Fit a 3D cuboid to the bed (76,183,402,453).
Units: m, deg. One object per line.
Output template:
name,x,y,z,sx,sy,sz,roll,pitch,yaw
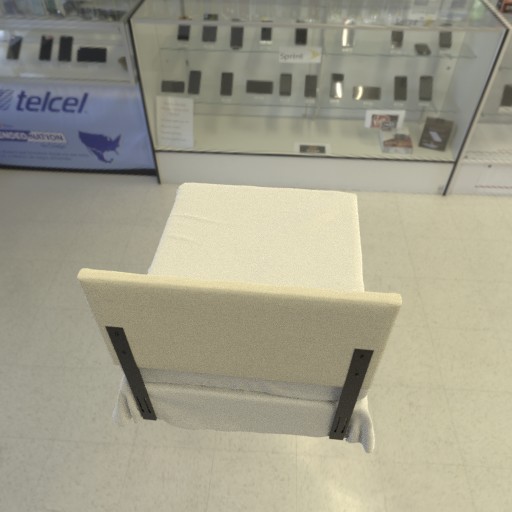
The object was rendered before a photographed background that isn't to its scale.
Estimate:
bed,0.000,0.000,3.436,1.936,1.577,2.222,4,46,4
